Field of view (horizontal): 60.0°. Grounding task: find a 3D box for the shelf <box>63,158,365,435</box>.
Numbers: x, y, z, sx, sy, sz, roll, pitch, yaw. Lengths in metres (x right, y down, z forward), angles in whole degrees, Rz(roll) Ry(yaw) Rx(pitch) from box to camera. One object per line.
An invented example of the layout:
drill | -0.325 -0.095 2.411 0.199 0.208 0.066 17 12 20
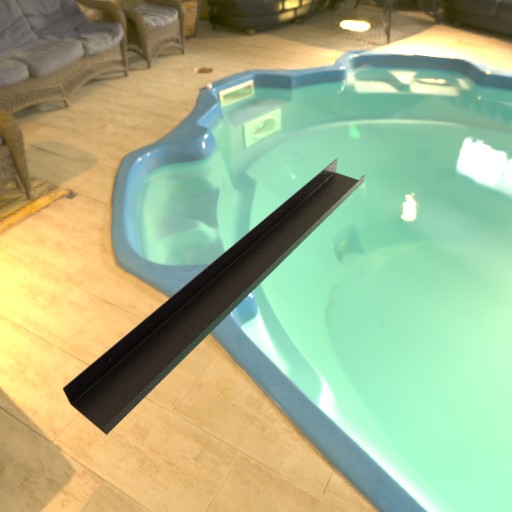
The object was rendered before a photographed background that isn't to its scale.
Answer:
shelf | 0.000 0.000 0.981 0.092 0.049 0.924 25 47 26
